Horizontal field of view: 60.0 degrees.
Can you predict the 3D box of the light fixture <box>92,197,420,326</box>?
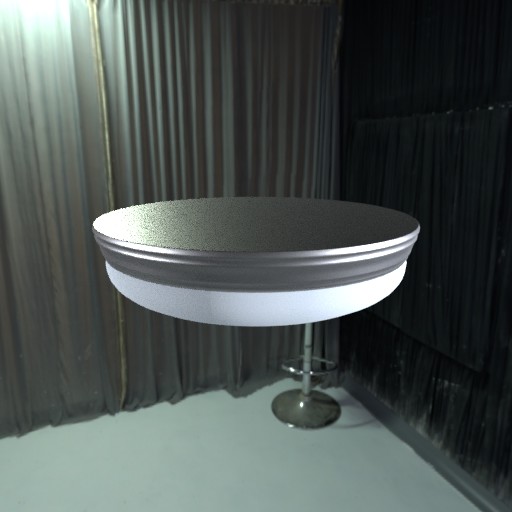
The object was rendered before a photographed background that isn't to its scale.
[{"bbox_3d":[0.000,0.000,0.540,0.368,0.100,0.368,0,14,0],"label":"light fixture"}]
